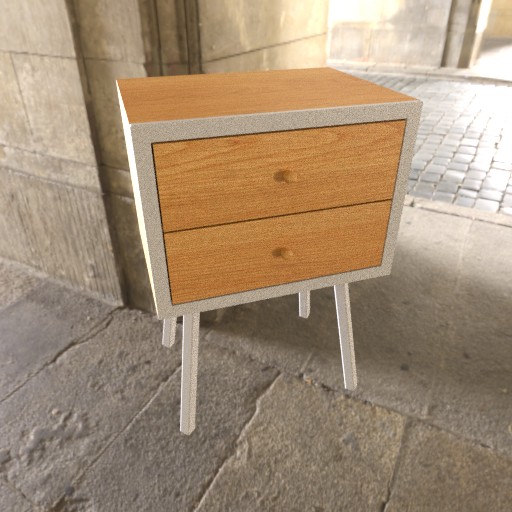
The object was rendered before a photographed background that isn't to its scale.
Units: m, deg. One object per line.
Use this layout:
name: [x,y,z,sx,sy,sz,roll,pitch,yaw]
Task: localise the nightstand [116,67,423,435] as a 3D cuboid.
nightstand: [0.000,0.000,0.840,0.400,0.601,0.316,-10,33,-15]
